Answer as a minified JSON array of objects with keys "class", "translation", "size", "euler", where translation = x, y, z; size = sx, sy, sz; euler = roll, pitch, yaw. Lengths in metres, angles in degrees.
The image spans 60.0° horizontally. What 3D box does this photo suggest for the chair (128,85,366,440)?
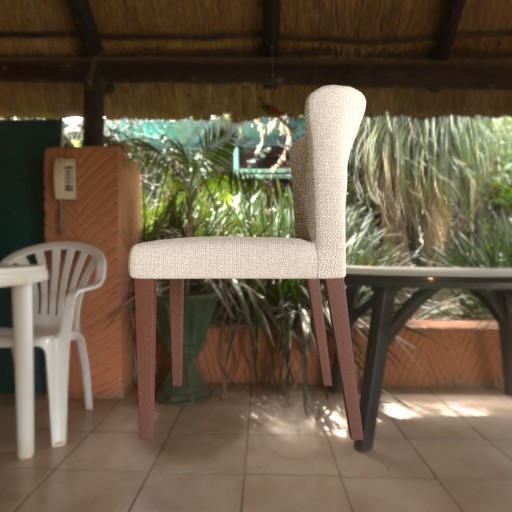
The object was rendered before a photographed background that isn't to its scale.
[{"class":"chair","translation":[0.000,0.000,1.230],"size":[0.589,0.839,0.491],"euler":[0,0,0]}]
